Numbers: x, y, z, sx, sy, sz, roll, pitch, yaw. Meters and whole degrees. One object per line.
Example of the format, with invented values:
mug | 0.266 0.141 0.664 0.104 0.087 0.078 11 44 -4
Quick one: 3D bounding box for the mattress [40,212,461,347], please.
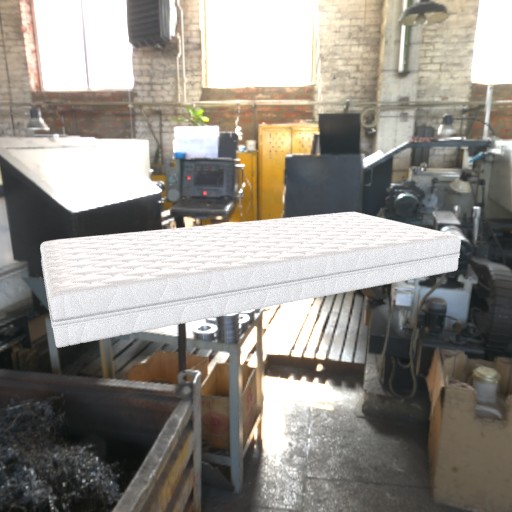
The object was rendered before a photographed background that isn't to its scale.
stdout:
mattress | 0.000 0.000 2.312 2.000 0.200 0.900 -8 17 -26
